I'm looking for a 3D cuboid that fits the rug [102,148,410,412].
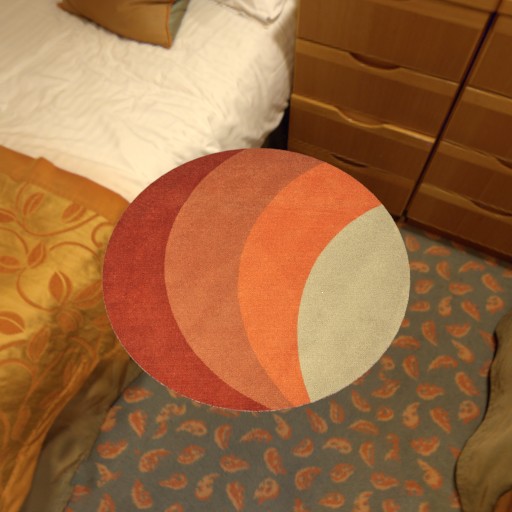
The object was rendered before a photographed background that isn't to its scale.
[{"bbox_3d":[0.000,0.000,2.216,1.514,0.015,1.514,0,57,0],"label":"rug"}]
